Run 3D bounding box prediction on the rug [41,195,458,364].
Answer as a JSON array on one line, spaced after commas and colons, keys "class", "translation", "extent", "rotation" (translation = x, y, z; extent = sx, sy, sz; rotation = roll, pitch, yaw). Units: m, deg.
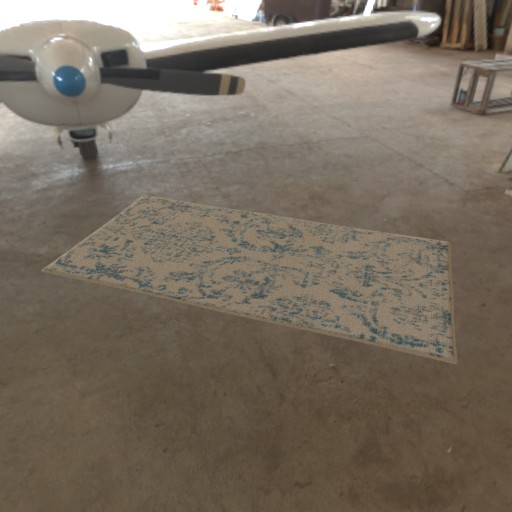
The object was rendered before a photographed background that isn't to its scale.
[{"class": "rug", "translation": [0.000, 0.000, 1.463], "extent": [1.220, 0.007, 0.605], "rotation": [10, 34, 16]}]
